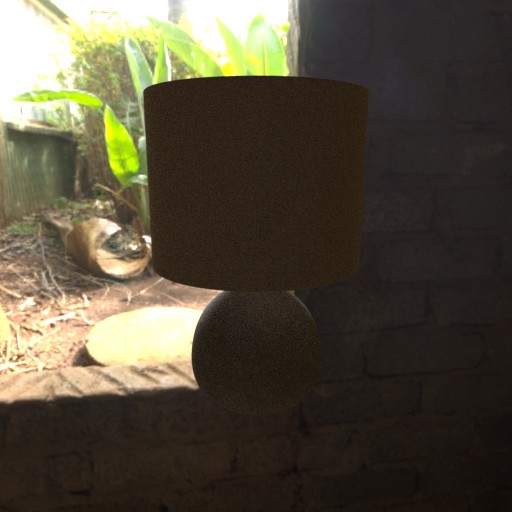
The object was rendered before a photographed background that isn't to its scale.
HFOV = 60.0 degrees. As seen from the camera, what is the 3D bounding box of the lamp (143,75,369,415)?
[{"bbox_3d":[0.000,0.000,0.590,0.269,0.409,0.269,-12,18,-43],"label":"lamp"}]
